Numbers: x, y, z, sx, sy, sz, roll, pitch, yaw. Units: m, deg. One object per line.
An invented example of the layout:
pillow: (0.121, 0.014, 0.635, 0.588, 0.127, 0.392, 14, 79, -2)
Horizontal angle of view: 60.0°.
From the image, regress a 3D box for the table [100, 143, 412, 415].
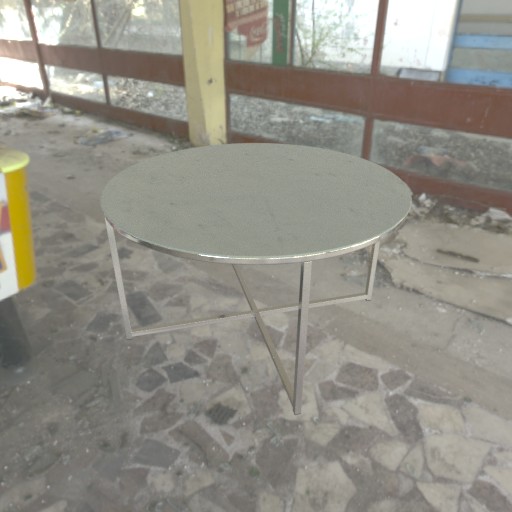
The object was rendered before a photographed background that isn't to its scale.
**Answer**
table: (0.000, 0.000, 1.301, 0.800, 0.450, 0.800, 0, 29, 0)
